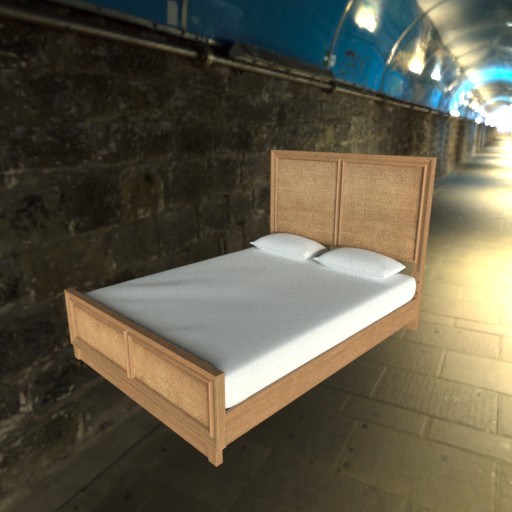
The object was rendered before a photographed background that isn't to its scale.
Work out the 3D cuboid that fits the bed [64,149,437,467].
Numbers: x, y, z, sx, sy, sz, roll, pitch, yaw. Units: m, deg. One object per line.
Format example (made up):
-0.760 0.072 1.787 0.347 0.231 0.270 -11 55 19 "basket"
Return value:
0.000 0.000 3.255 1.606 1.387 2.184 15 22 42 "bed"
